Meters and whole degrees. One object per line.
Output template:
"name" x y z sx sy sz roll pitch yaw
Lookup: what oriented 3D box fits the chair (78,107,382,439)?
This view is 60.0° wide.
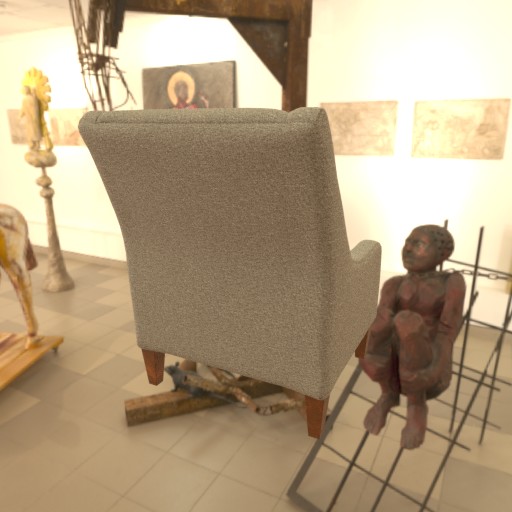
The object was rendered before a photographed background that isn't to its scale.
"chair" 0.000 0.000 1.637 0.774 1.016 0.870 8 19 26
